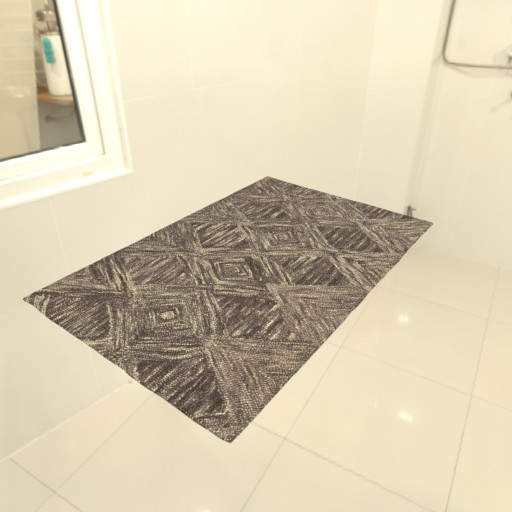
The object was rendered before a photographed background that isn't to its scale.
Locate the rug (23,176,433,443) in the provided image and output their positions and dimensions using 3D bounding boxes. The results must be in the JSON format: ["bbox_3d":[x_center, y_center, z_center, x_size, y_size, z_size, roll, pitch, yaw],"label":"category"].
[{"bbox_3d":[0.000,0.000,2.237,1.186,0.012,1.814,22,38,31],"label":"rug"}]
